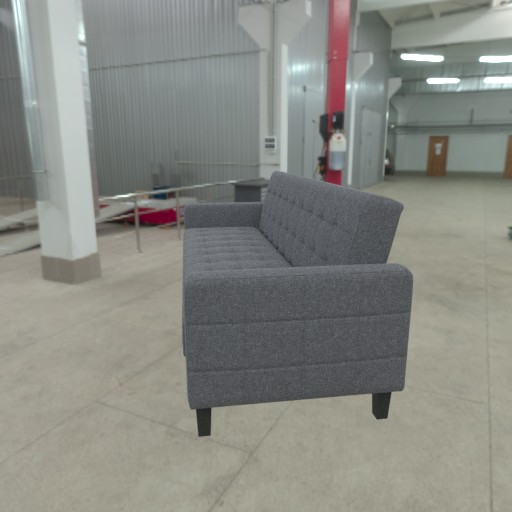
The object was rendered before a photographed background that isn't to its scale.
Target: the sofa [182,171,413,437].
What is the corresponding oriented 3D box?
[{"bbox_3d":[0.000,0.000,2.470,0.810,0.850,2.040,-2,14,-9],"label":"sofa"}]
